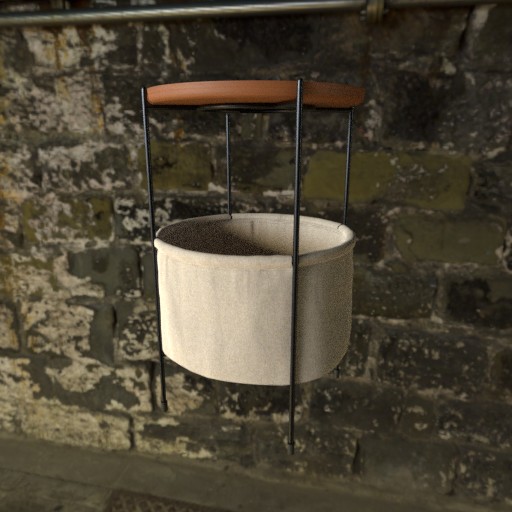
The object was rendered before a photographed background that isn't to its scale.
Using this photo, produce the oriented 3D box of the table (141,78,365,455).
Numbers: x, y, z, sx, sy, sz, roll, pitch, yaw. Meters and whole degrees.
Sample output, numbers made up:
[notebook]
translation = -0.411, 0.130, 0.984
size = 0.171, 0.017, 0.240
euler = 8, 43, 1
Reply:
[table]
translation = 0.000, 0.000, 0.887
size = 0.393, 0.623, 0.393
euler = 8, 18, 26
